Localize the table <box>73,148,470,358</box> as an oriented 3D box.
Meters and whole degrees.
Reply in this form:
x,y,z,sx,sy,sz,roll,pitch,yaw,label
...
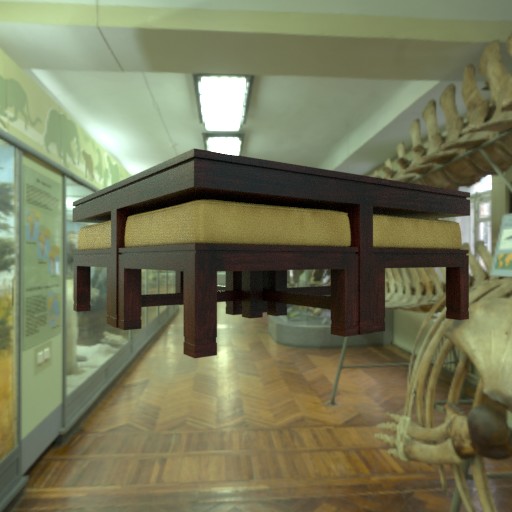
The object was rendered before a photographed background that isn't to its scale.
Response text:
x,y,z,sx,sy,sz,roll,pitch,yaw,label
0.000,0.000,1.350,0.865,0.356,0.865,0,0,-35,table
